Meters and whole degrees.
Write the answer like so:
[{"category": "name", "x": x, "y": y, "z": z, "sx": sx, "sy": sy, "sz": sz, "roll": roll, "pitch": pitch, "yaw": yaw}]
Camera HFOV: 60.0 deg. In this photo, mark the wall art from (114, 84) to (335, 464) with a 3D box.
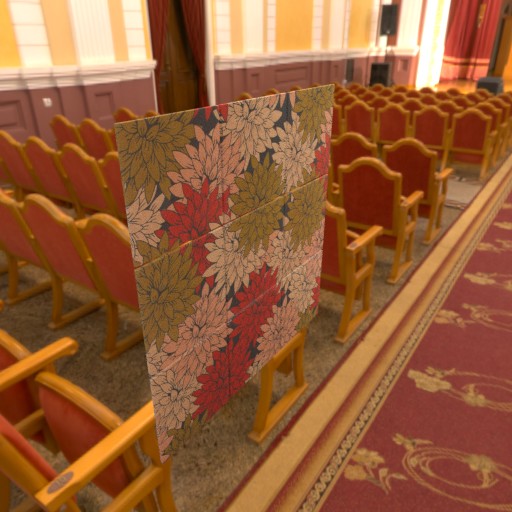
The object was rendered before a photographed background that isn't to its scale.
[{"category": "wall art", "x": 0.000, "y": 0.000, "z": 2.272, "sx": 0.013, "sy": 1.534, "sz": 1.519, "roll": 17, "pitch": 31, "yaw": 31}]
